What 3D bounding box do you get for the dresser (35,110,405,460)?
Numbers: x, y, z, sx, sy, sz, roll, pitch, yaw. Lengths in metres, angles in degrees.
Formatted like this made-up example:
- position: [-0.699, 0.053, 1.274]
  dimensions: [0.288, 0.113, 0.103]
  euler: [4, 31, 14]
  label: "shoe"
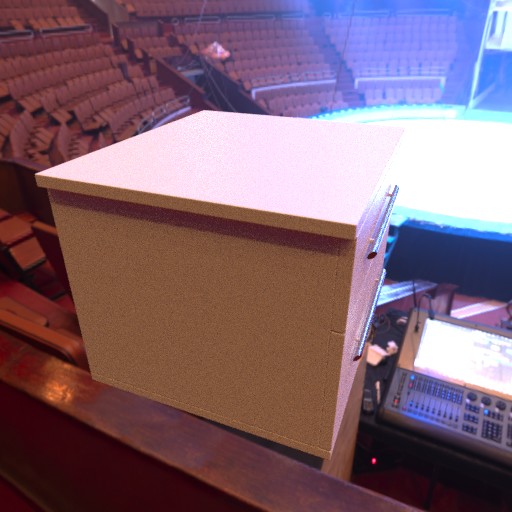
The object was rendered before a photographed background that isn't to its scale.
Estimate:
- position: [0.000, 0.000, 0.727]
  dimensions: [0.400, 0.360, 0.430]
  euler: [11, 31, 19]
  label: "dresser"
